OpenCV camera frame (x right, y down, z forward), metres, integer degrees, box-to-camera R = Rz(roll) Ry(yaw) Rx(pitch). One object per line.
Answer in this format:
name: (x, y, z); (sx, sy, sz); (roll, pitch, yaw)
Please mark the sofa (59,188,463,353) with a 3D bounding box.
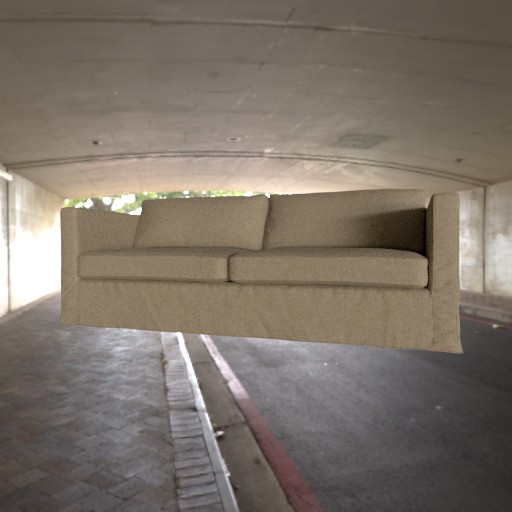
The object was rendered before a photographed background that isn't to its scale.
sofa: (0.000, 0.000, 2.776); (2.296, 0.847, 0.956); (0, 1, 19)
